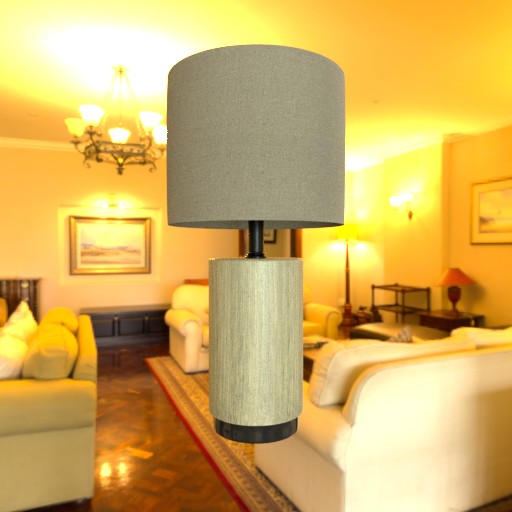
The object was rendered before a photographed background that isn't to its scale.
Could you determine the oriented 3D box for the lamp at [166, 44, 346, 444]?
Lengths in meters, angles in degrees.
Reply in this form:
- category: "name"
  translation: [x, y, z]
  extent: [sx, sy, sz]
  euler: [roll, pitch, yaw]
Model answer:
- category: "lamp"
  translation: [0.000, 0.000, 0.577]
  extent: [0.228, 0.444, 0.228]
  euler: [0, 1, 20]
